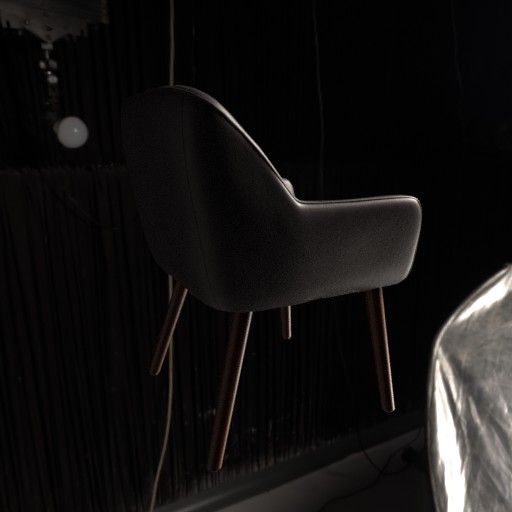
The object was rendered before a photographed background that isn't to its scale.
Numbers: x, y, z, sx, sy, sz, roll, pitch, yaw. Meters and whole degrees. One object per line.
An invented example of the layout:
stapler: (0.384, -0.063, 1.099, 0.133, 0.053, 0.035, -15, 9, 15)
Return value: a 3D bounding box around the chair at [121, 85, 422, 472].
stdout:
chair: (0.000, 0.000, 1.217, 0.610, 0.828, 0.610, -8, 17, -27)
